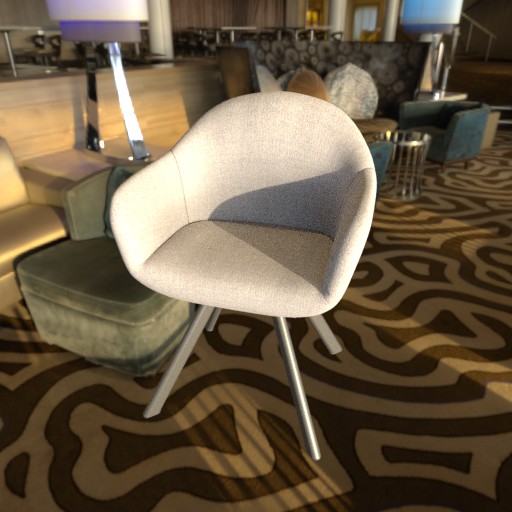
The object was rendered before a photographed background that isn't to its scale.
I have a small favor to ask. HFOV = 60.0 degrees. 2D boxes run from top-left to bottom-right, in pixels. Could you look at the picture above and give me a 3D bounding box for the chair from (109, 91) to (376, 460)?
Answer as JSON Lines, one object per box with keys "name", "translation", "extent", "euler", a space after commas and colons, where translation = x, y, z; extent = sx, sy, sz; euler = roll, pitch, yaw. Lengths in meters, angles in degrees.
{"name": "chair", "translation": [0.000, 0.000, 1.208], "extent": [0.590, 0.795, 0.550], "euler": [8, 28, 15]}
